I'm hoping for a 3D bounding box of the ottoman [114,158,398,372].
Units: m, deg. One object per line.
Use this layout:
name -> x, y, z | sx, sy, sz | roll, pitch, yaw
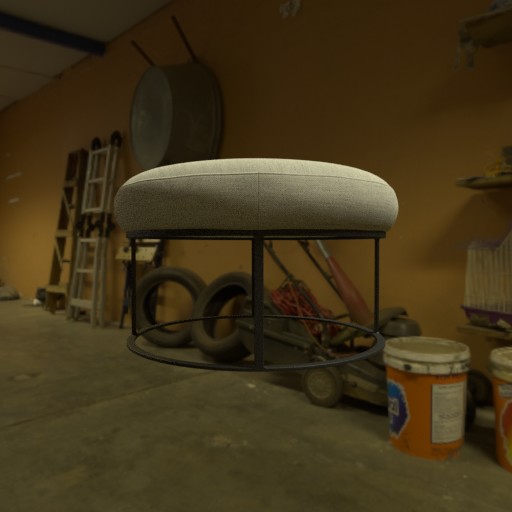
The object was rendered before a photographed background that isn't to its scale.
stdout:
ottoman -> 0.000, 0.000, 1.255 | 0.769, 0.459, 0.769 | 0, 1, 0
